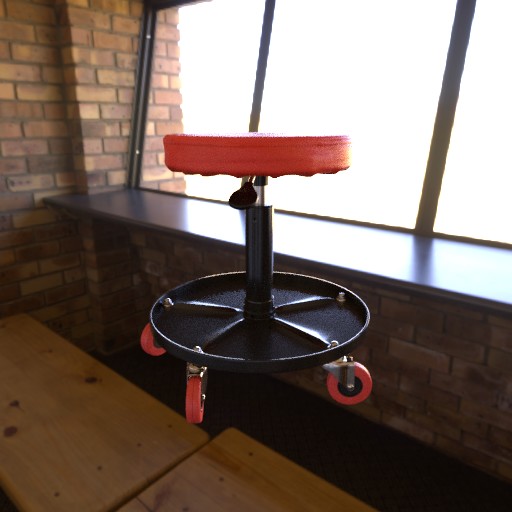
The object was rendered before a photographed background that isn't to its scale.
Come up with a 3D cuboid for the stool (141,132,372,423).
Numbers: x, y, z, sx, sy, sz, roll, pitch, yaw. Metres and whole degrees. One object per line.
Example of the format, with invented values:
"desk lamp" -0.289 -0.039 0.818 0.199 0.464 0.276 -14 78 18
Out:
"stool" 0.000 0.000 0.687 0.381 0.365 0.382 2 17 8
